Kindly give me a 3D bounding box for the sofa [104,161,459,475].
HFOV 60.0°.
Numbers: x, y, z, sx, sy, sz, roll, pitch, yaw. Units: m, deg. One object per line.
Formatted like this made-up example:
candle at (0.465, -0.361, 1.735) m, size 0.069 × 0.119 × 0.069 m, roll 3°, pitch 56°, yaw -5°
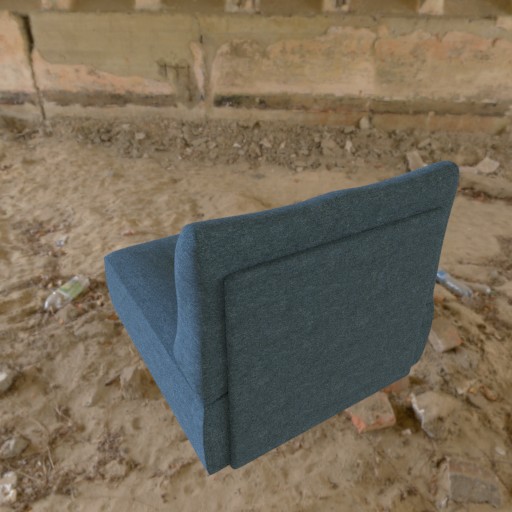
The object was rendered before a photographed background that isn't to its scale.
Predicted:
sofa at (0.000, 0.000, 1.670) m, size 0.930 × 0.820 × 1.000 m, roll -17°, pitch 34°, yaw -27°
